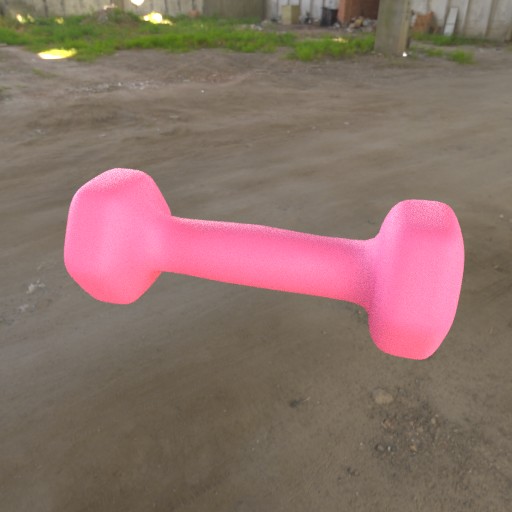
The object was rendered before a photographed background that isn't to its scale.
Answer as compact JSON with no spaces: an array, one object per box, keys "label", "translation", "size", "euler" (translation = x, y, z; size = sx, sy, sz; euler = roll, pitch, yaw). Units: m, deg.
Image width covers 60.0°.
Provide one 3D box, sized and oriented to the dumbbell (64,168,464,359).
[{"label":"dumbbell","translation":[0.000,0.000,0.174],"size":[0.146,0.053,0.058],"euler":[9,32,14]}]
